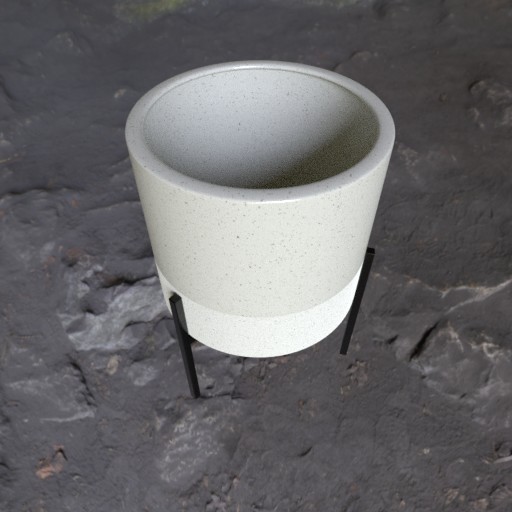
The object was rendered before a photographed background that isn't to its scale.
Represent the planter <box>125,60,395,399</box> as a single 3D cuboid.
[{"bbox_3d":[0.000,0.000,0.335,0.152,0.230,0.159,34,55,28],"label":"planter"}]
